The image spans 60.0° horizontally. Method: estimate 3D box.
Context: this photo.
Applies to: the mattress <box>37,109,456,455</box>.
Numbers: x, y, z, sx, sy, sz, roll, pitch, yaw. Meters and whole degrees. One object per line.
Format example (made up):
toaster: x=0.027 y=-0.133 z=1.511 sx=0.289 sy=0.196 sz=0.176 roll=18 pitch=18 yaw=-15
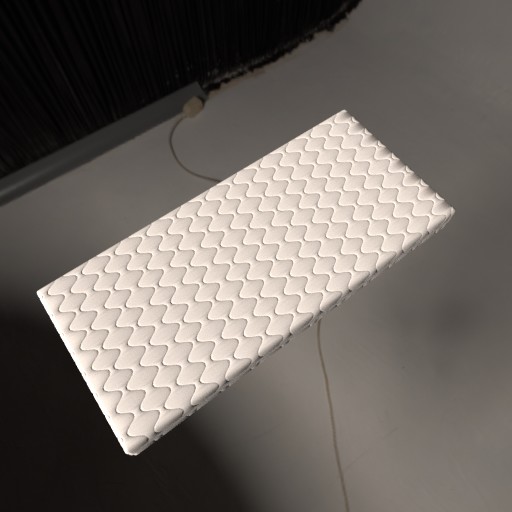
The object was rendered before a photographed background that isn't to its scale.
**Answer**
mattress: x=0.000 y=0.000 z=2.317 sx=2.000 sy=0.200 sz=0.900 roll=-33 pitch=68 yaw=-15
